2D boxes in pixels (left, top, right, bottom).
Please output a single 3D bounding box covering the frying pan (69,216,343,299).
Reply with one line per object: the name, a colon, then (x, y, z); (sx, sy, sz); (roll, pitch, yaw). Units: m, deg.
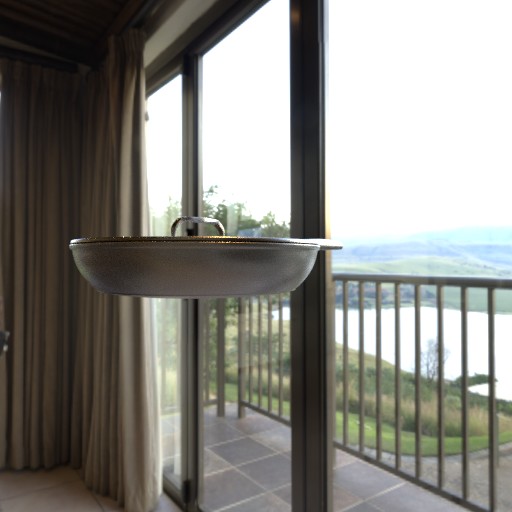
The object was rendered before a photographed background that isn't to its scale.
frying pan: (0.000, 0.000, 0.591); (0.272, 0.086, 0.490); (0, -1, 37)
